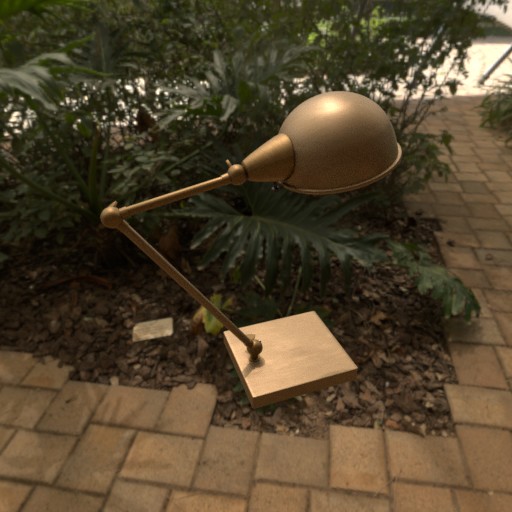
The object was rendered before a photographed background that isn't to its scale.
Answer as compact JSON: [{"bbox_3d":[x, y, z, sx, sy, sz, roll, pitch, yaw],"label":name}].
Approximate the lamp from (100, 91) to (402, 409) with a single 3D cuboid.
[{"bbox_3d":[0.000,0.000,0.544,0.339,0.371,0.149,-10,32,-17],"label":"lamp"}]
